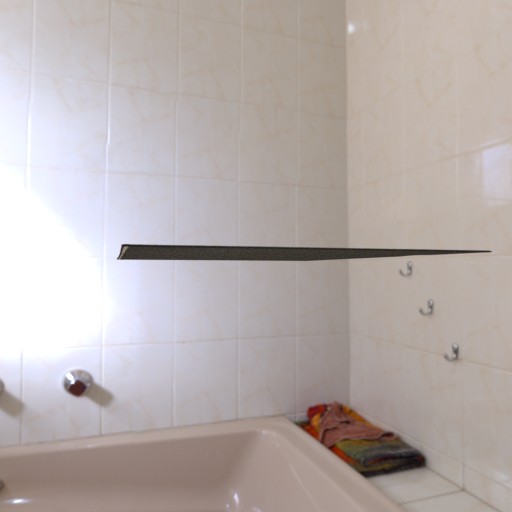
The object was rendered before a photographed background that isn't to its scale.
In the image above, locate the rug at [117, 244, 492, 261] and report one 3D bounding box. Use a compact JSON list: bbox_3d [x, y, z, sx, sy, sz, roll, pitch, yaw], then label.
[{"bbox_3d":[0.000,0.000,4.129,2.456,0.021,3.068,1,-2,-18],"label":"rug"}]
